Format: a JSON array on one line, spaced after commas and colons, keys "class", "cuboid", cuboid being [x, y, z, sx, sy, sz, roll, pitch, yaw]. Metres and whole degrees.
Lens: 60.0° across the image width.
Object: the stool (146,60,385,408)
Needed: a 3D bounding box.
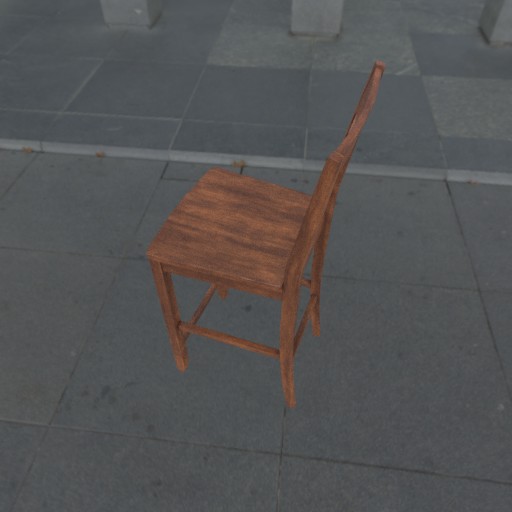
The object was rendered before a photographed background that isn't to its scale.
[{"class": "stool", "cuboid": [0.000, 0.000, 1.358, 0.504, 1.098, 0.426, 16, 49, 15]}]
